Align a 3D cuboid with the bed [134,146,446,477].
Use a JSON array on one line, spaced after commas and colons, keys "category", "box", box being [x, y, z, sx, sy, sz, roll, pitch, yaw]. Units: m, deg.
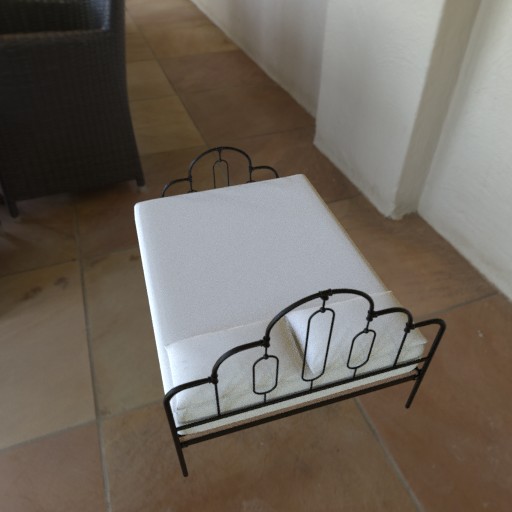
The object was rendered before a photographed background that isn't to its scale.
[{"category": "bed", "box": [0.000, 0.000, 3.241, 1.626, 1.444, 2.181, -12, 44, -12]}]
